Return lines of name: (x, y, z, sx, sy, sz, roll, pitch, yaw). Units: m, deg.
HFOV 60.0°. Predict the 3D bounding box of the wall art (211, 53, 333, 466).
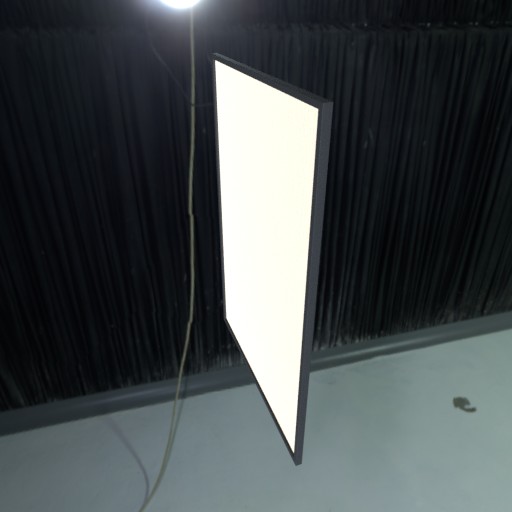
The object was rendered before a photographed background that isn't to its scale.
wall art: (0.000, 0.000, 0.844, 0.013, 0.657, 0.457, -11, 33, -17)
